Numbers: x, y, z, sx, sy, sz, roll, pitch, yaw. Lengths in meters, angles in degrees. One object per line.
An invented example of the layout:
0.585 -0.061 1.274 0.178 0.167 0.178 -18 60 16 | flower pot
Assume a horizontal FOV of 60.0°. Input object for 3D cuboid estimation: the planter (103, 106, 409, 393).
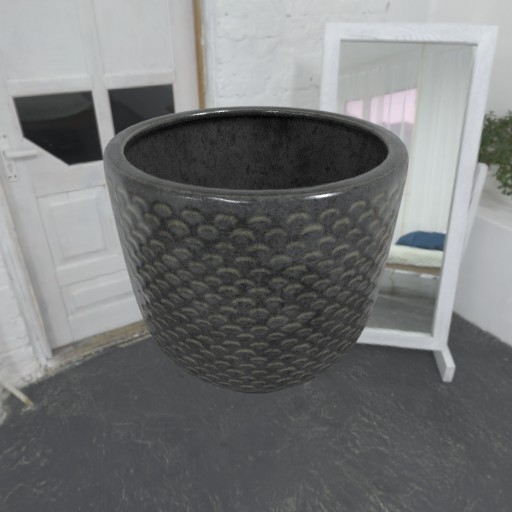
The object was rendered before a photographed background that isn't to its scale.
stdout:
0.000 0.000 0.241 0.140 0.129 0.140 0 31 0 | planter
